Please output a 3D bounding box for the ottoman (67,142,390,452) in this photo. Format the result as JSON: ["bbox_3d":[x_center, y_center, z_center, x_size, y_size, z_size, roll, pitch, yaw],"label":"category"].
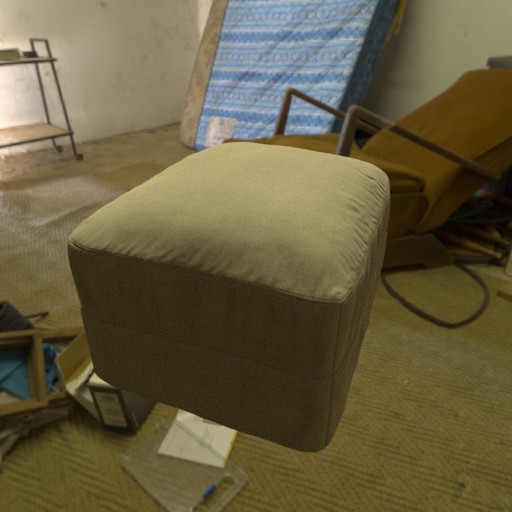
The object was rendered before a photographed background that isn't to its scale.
[{"bbox_3d":[0.000,0.000,1.101,0.584,0.480,0.712,11,30,19],"label":"ottoman"}]
